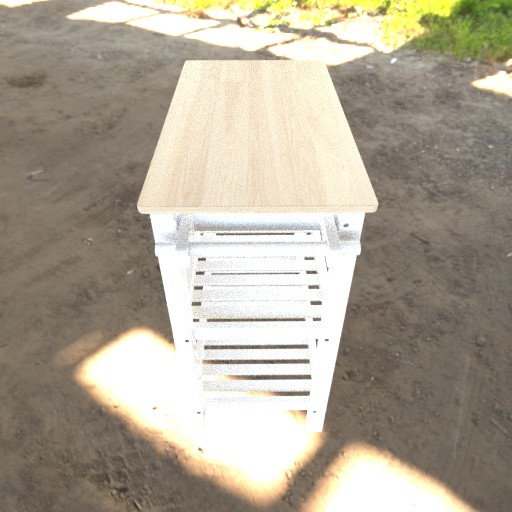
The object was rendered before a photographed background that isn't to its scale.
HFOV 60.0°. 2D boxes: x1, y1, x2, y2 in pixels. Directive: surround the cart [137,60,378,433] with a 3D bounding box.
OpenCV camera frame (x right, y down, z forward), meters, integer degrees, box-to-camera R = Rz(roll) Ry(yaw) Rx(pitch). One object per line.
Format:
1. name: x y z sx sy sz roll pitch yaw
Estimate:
1. cart: 0.000 0.000 1.427 0.457 0.927 0.899 0 41 0
